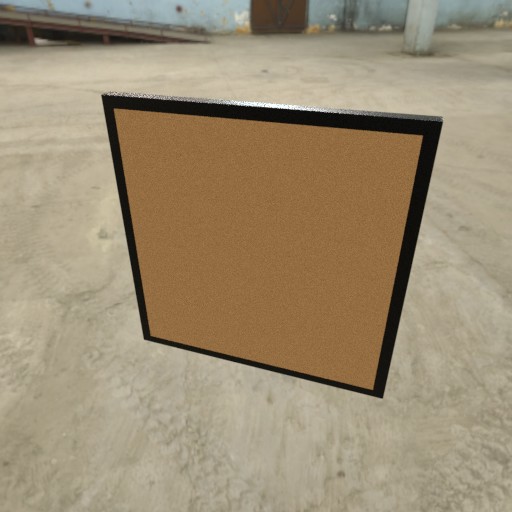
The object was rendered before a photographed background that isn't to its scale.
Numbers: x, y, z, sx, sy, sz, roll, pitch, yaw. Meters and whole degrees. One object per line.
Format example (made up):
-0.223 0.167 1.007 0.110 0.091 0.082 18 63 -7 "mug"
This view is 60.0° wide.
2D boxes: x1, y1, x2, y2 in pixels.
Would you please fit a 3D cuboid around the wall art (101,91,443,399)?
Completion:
0.000 0.000 1.148 0.755 0.761 0.038 10 33 16 "wall art"
